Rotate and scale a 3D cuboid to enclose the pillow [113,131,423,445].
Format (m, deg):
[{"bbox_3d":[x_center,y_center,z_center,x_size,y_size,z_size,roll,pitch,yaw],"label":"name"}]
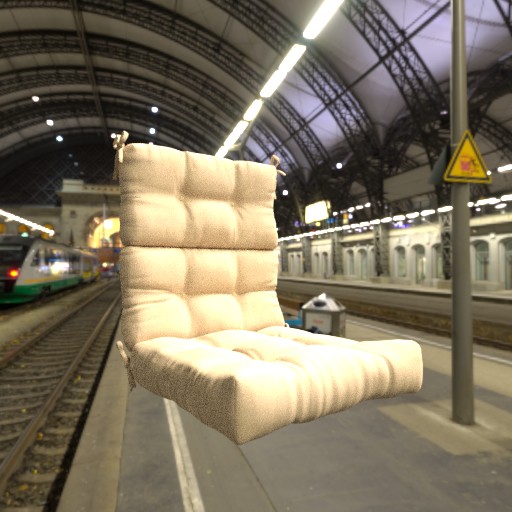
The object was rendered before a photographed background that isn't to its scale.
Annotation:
[{"bbox_3d":[0.000,0.000,1.007,0.519,0.605,0.571,1,-2,-36],"label":"pillow"}]
